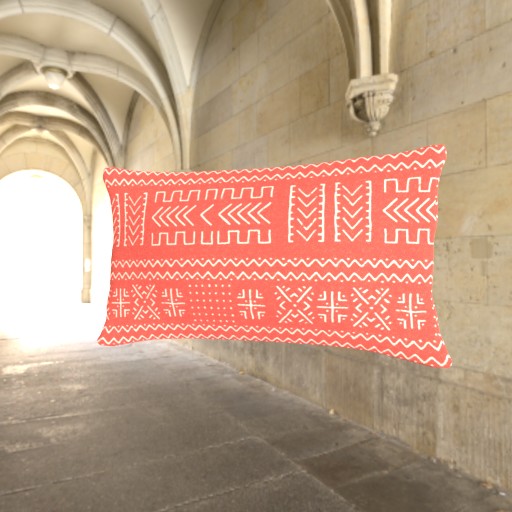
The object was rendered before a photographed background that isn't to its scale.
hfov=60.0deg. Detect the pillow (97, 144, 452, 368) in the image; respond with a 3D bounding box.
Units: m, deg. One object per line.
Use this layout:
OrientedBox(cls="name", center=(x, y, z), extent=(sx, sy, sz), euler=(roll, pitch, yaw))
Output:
OrientedBox(cls="pillow", center=(0.000, 0.000, 0.791), extent=(0.640, 0.352, 0.130), euler=(0, -1, 16))
